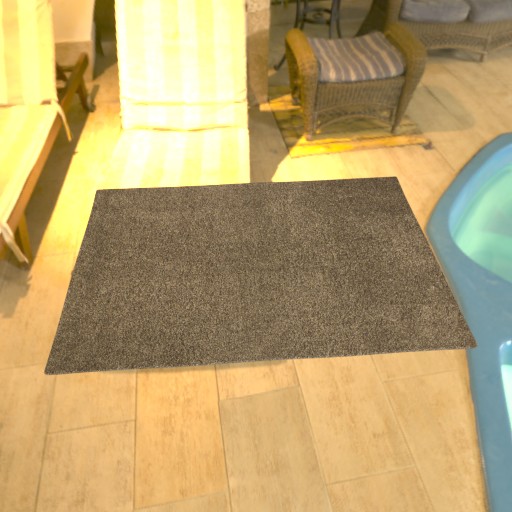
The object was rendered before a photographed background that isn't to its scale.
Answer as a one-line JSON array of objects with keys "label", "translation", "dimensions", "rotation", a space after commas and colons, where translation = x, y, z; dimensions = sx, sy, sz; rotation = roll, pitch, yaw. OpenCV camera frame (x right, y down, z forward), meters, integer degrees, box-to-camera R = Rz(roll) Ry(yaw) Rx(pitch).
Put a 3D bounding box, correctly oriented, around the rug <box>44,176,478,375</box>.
[{"label": "rug", "translation": [0.000, 0.000, 3.368], "dimensions": [2.699, 0.026, 1.802], "rotation": [-3, 46, -3]}]
